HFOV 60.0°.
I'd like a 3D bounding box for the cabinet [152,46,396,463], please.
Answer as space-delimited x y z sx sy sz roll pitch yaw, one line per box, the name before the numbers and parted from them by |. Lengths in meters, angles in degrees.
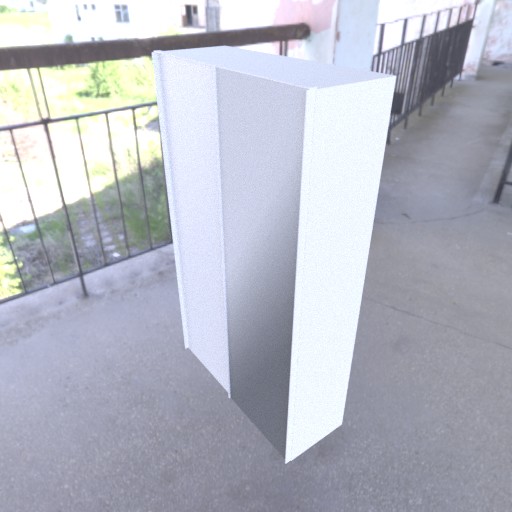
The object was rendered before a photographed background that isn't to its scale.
cabinet | 0.000 0.000 2.654 0.480 2.160 1.250 -21 38 -31
